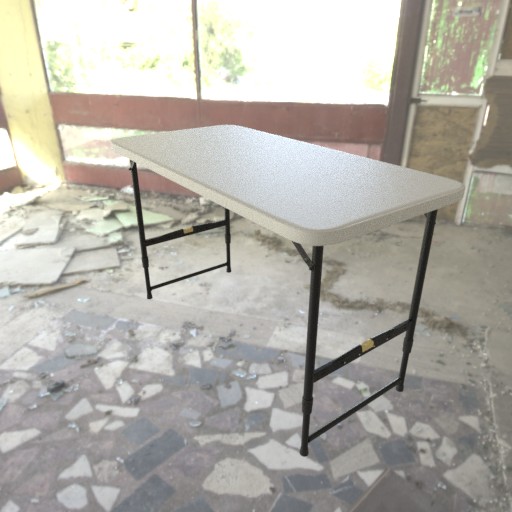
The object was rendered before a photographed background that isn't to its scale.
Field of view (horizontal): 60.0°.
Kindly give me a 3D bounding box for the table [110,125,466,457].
[{"bbox_3d":[0.000,0.000,1.651,0.610,0.737,1.219,-18,31,-32],"label":"table"}]
